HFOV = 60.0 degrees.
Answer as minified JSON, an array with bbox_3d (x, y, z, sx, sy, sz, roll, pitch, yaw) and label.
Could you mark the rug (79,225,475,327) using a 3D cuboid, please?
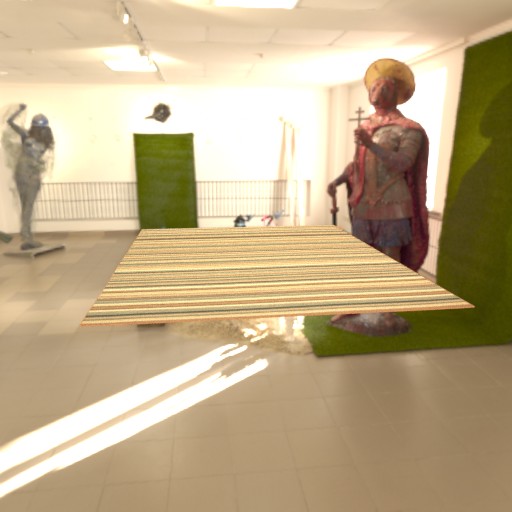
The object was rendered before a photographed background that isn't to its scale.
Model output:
[{"bbox_3d":[0.000,0.000,4.138,2.436,0.011,3.045,-2,14,-7],"label":"rug"}]
